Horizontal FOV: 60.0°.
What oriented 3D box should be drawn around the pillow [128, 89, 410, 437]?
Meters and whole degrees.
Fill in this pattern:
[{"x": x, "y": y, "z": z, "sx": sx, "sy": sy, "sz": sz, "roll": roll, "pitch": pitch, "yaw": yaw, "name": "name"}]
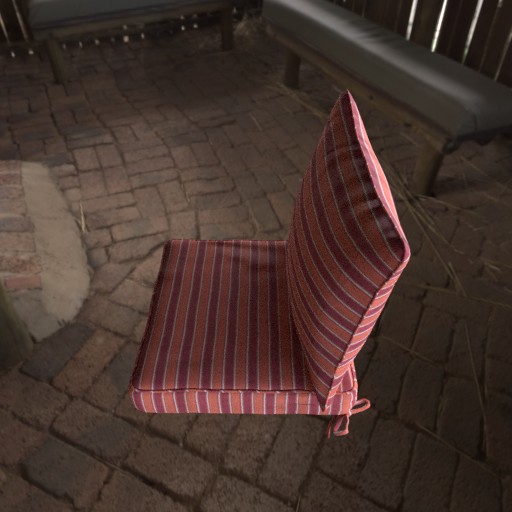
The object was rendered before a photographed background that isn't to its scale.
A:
[{"x": 0.000, "y": 0.000, "z": 1.344, "sx": 0.733, "sy": 0.723, "sz": 0.799, "roll": 0, "pitch": 42, "yaw": 0, "name": "pillow"}]
